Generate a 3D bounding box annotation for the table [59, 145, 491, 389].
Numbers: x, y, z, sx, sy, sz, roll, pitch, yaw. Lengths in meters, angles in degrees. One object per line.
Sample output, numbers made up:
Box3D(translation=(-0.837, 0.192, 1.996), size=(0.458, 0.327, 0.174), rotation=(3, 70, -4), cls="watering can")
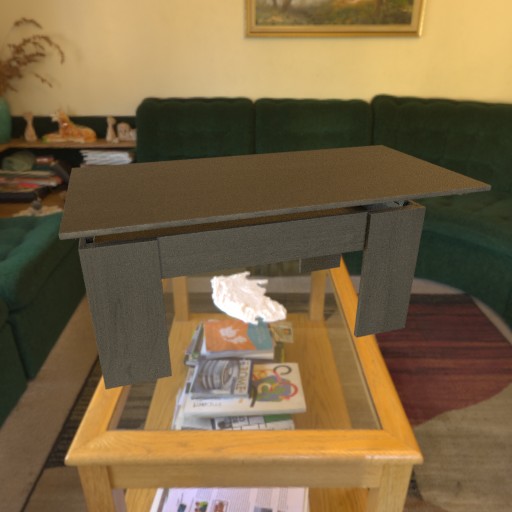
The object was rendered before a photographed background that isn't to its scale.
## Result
Box3D(translation=(0.000, 0.000, 1.391), size=(1.000, 0.570, 0.711), rotation=(-8, 27, -16), cls="table")
